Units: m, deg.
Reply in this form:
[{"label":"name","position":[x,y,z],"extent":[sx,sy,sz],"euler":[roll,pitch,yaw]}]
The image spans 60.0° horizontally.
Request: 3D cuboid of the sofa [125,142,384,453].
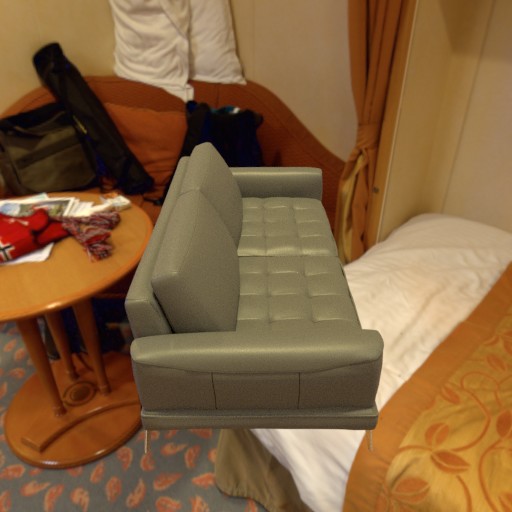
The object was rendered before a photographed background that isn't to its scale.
[{"label":"sofa","position":[0.000,0.000,2.781],"extent":[1.121,0.930,2.177],"euler":[0,32,0]}]
